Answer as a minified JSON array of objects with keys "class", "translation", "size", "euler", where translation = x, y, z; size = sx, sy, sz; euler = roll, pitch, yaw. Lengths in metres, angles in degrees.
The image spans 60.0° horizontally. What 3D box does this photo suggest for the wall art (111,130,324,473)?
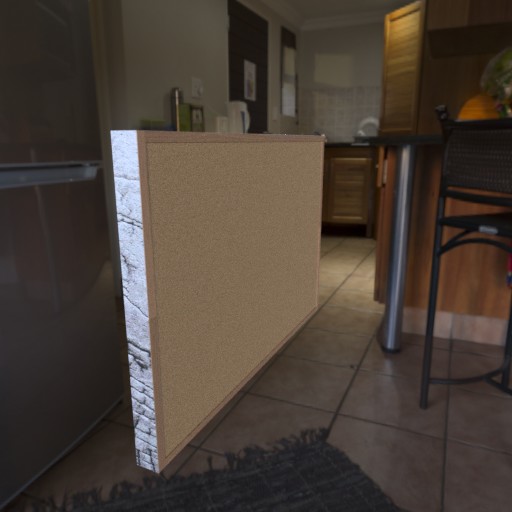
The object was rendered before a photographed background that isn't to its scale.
[{"class":"wall art","translation":[0.000,0.000,0.768],"size":[0.035,0.407,0.613],"euler":[7,16,25]}]
